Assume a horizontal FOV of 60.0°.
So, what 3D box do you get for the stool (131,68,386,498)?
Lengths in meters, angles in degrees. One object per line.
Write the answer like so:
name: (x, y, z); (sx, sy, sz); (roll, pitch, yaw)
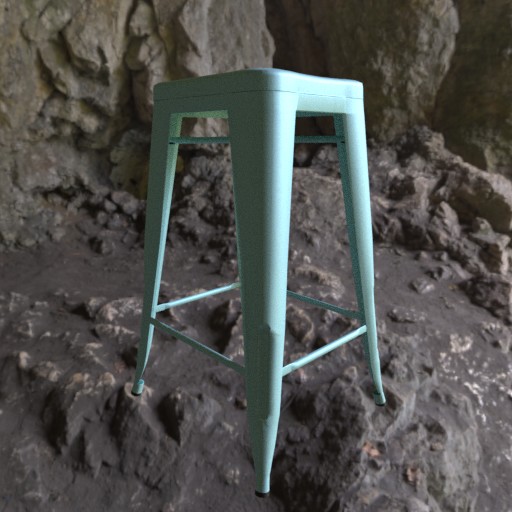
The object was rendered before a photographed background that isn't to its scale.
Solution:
stool: (0.000, 0.000, 0.831); (0.359, 0.609, 0.399); (-14, 21, -42)
